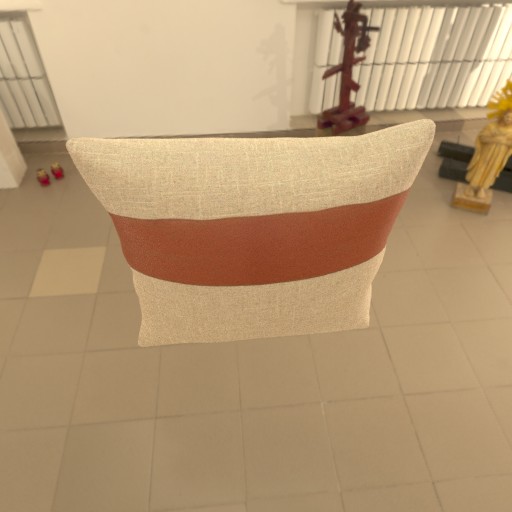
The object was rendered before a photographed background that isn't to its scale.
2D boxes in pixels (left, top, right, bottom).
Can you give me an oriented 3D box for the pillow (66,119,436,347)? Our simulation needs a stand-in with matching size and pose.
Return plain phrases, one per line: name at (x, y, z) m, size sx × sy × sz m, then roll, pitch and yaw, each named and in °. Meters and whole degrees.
pillow at (0.000, 0.000, 0.634) m, size 0.414 × 0.399 × 0.173 m, roll -4°, pitch 46°, yaw -4°
